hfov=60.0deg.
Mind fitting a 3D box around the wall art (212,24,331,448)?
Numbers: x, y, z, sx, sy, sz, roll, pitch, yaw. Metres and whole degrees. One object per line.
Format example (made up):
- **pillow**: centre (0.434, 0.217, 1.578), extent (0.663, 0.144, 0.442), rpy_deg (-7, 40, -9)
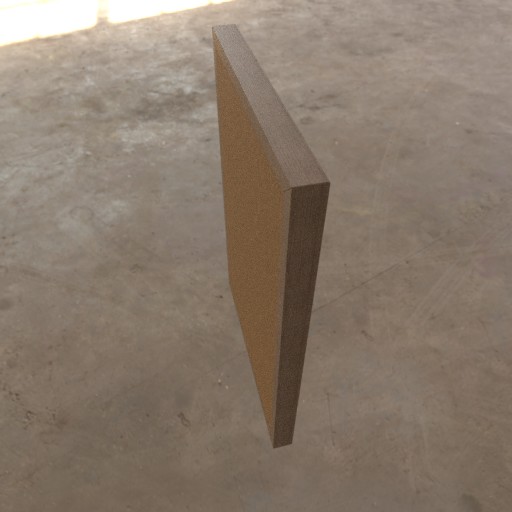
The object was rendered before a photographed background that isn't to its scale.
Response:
- **wall art**: centre (0.000, 0.000, 0.639), extent (0.031, 0.509, 0.356), rpy_deg (-10, 47, -10)
